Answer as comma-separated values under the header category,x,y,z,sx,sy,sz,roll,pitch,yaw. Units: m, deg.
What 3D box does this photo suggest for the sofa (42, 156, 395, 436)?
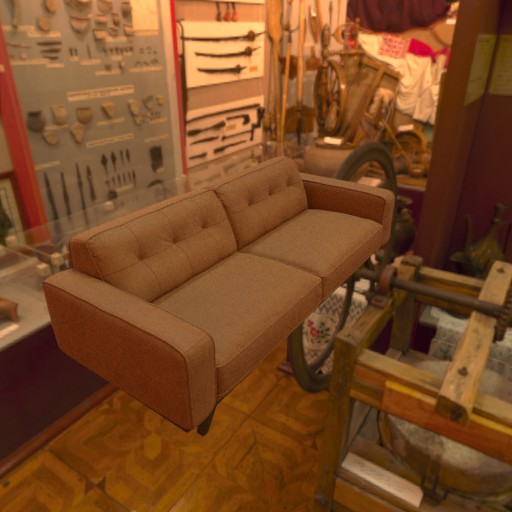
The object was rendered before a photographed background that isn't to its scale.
category,x,y,z,sx,sy,sz,roll,pitch,yaw
sofa,0.000,0.000,2.747,0.953,0.780,2.270,18,32,31
